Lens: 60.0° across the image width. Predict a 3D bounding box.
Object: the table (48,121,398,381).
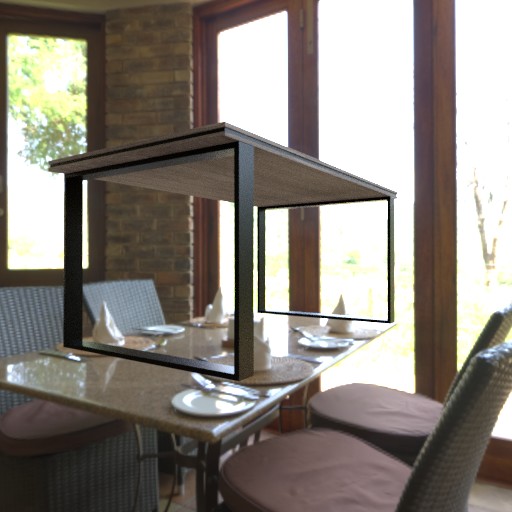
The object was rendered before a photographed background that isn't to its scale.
[{"bbox_3d":[0.000,0.000,2.128,0.881,0.736,1.579,0,0,35],"label":"table"}]
